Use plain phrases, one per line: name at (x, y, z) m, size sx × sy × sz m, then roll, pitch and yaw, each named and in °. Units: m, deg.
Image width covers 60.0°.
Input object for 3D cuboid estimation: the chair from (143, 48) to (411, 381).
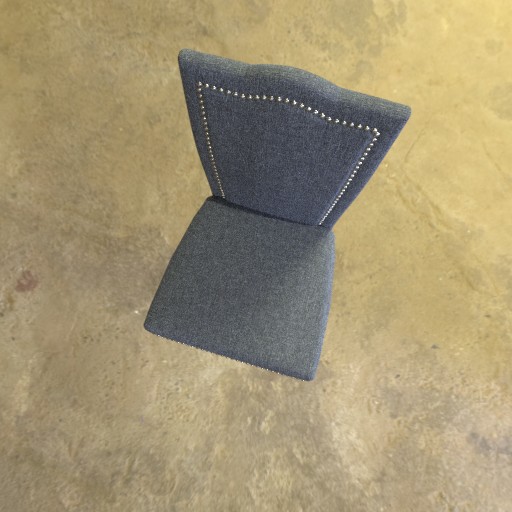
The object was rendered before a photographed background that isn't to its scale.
chair at (0.000, 0.000, 1.272) m, size 0.518 × 0.946 × 0.589 m, roll 16°, pitch 76°, yaw 4°
